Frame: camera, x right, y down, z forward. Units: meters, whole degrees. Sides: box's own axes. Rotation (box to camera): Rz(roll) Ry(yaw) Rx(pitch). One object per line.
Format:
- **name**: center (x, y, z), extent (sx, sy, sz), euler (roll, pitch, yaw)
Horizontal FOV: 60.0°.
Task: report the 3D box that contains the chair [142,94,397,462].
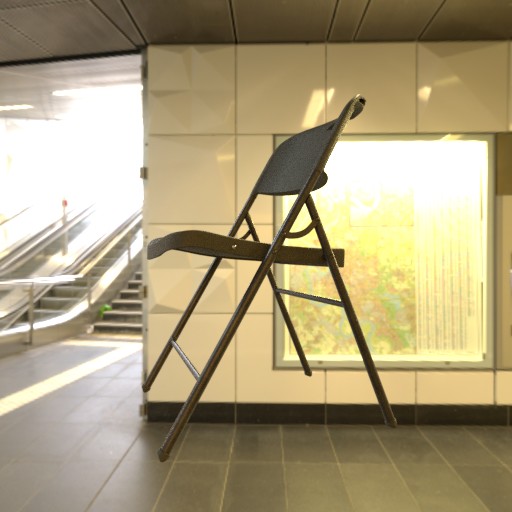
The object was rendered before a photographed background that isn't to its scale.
- **chair**: center (0.000, 0.000, 1.188), extent (0.566, 0.810, 0.494), euler (0, 0, -18)
